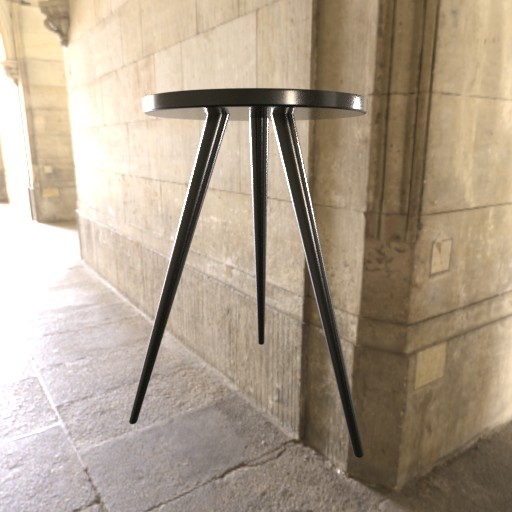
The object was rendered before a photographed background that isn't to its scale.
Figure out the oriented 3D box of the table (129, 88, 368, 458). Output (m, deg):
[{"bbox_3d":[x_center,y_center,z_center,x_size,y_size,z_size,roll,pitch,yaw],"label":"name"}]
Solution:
[{"bbox_3d":[0.000,0.000,0.836,0.403,0.548,0.415,2,14,9],"label":"table"}]
